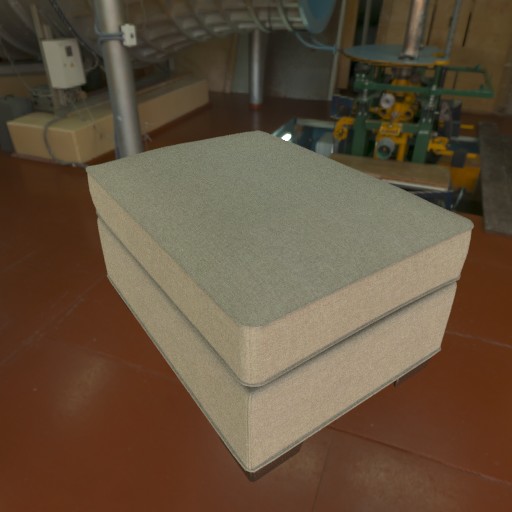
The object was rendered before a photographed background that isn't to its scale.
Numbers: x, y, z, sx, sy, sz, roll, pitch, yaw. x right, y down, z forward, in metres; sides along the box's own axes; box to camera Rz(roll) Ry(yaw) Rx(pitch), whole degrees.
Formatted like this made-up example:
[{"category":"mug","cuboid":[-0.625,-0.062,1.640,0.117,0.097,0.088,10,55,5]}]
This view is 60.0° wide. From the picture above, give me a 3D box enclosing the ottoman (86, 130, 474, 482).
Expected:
[{"category":"ottoman","cuboid":[0.000,0.000,1.210,0.619,0.504,0.843,-20,38,-29]}]
